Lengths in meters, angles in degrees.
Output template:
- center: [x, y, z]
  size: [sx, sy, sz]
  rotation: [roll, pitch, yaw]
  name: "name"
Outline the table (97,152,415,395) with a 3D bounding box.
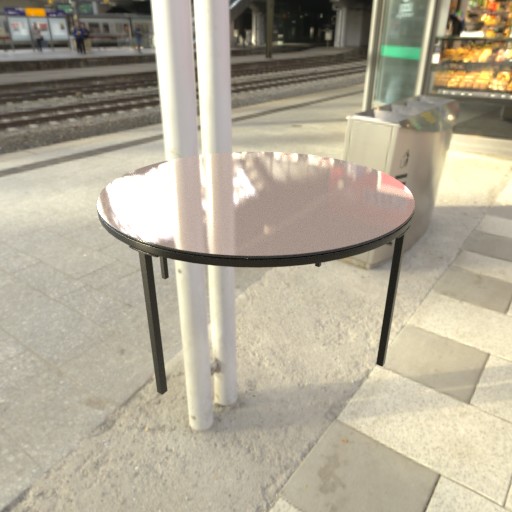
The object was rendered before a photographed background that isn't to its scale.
- center: [0.000, 0.000, 1.254]
  size: [0.800, 0.400, 0.800]
  rotation: [0, 27, 0]
  name: "table"
